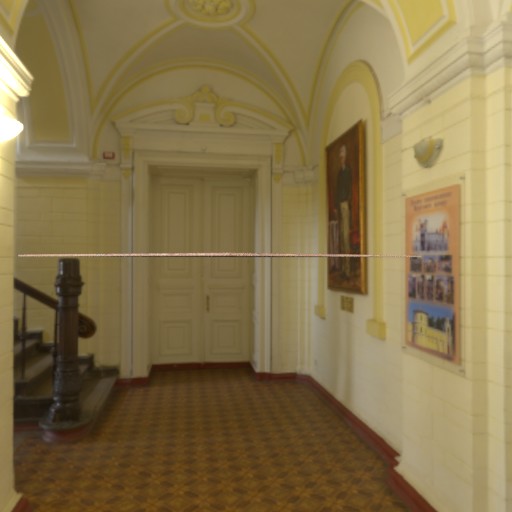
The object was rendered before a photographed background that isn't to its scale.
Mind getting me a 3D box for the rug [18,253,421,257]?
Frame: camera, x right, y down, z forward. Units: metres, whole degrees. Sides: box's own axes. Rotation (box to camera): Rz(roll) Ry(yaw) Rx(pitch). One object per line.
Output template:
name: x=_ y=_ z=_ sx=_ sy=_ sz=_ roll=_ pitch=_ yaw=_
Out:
rug: x=0.000 y=0.000 z=3.022 sx=1.533 sy=0.011 sz=2.439 roll=0 pitch=0 yaw=36
